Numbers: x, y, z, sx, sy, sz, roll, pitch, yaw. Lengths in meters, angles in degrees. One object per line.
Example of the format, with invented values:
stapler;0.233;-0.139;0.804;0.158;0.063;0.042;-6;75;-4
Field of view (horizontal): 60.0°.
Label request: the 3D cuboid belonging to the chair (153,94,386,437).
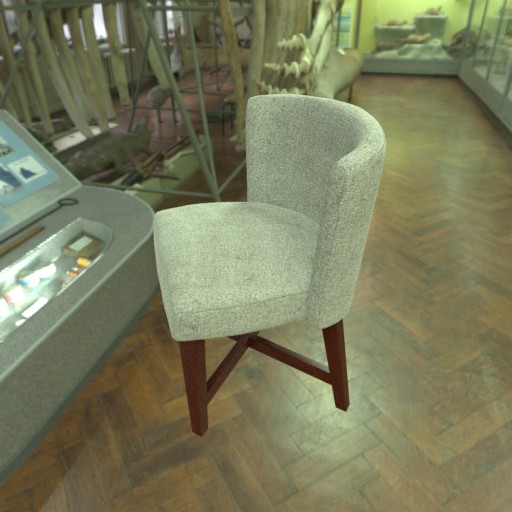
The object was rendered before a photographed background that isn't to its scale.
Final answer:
chair;0.000;0.000;1.307;0.575;0.827;0.728;-8;31;-13
